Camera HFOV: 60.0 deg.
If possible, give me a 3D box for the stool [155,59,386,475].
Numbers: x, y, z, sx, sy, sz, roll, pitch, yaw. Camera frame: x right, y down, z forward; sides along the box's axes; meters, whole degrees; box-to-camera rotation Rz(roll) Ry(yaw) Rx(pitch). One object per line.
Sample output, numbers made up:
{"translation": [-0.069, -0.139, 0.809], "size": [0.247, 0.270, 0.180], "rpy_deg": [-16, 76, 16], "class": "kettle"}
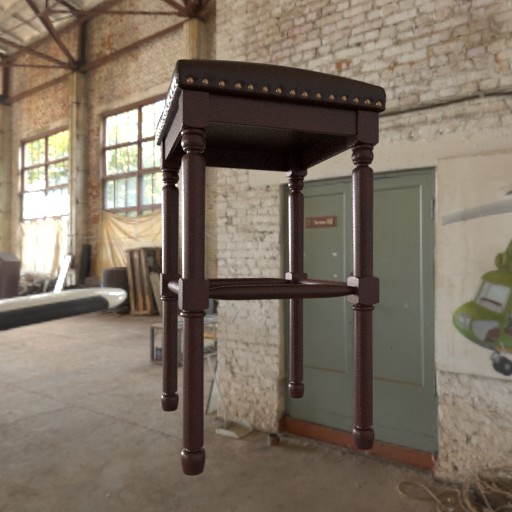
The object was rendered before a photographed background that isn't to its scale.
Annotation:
{"translation": [0.000, 0.000, 0.921], "size": [0.383, 0.702, 0.382], "rpy_deg": [0, -1, -18], "class": "stool"}
